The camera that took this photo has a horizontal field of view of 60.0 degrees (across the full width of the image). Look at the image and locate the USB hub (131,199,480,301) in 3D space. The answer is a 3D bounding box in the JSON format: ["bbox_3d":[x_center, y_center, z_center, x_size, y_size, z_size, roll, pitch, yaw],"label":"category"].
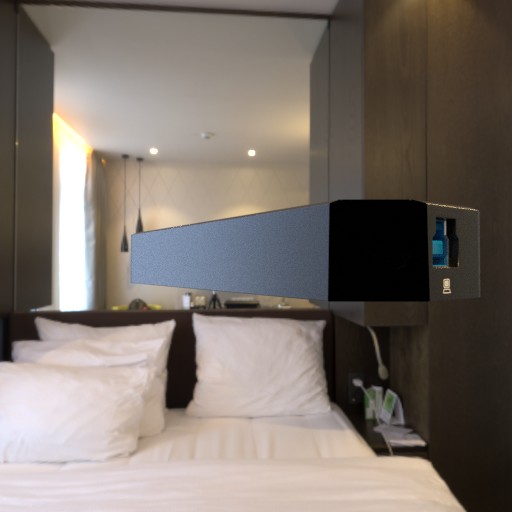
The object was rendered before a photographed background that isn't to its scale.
[{"bbox_3d":[0.000,0.000,0.161,0.044,0.023,0.145,1,-1,-35],"label":"USB hub"}]
